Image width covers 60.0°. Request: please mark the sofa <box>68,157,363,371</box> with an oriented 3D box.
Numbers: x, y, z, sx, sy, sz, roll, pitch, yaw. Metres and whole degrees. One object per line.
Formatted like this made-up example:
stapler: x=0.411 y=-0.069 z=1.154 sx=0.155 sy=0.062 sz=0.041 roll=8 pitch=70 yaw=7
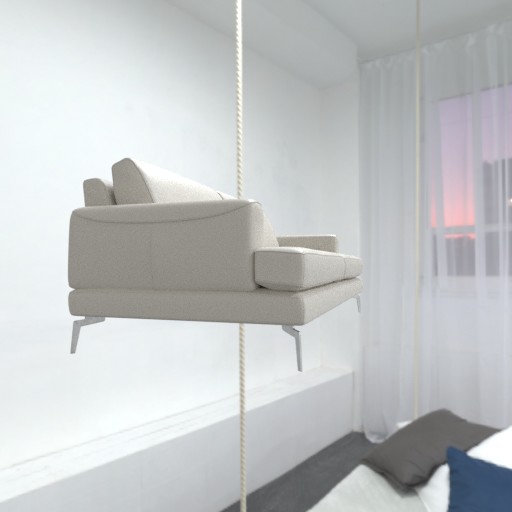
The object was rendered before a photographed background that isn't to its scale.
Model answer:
sofa: x=0.000 y=0.000 z=2.422 sx=0.974 sy=0.765 sz=1.940 roll=0 pitch=-1 yaw=19
